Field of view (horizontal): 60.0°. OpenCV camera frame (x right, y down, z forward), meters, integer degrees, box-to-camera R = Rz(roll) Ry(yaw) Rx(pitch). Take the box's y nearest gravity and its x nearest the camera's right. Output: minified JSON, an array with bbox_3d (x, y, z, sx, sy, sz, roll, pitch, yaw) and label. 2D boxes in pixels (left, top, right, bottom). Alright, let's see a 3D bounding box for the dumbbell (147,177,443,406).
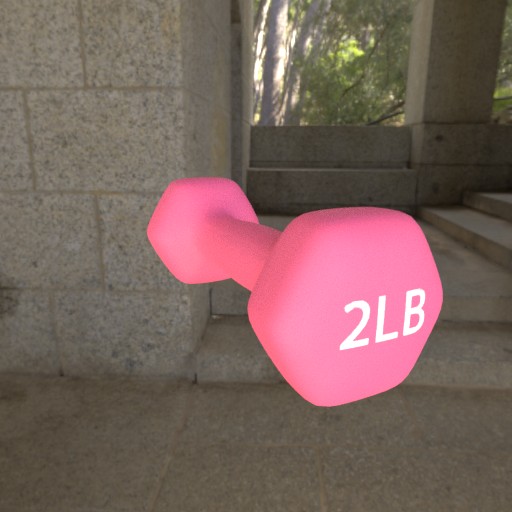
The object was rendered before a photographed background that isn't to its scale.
[{"bbox_3d":[0.000,0.000,0.174,0.058,0.053,0.146,-7,16,-25],"label":"dumbbell"}]
